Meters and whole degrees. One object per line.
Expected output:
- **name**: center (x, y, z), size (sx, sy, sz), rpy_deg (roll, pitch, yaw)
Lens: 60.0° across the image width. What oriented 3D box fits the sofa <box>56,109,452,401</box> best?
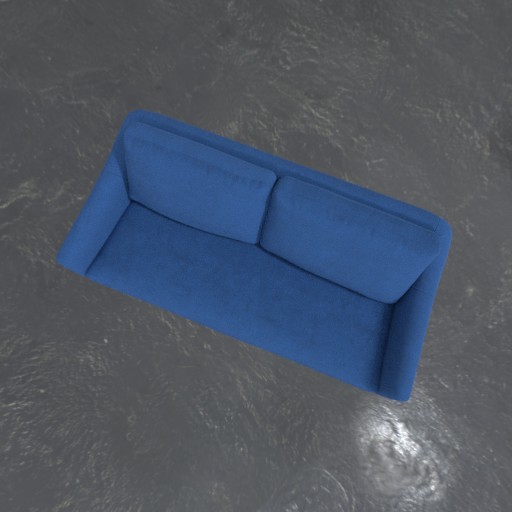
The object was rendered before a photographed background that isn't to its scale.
- **sofa**: center (0.000, 0.000, 2.584), size (2.036, 0.903, 0.960), rpy_deg (21, 77, 5)
